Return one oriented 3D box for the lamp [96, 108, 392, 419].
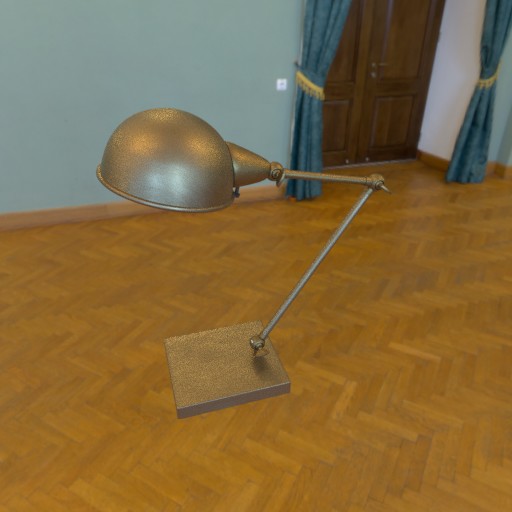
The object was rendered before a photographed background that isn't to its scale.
[{"bbox_3d":[0.000,0.000,0.557,0.339,0.371,0.149,-9,32,-14],"label":"lamp"}]
